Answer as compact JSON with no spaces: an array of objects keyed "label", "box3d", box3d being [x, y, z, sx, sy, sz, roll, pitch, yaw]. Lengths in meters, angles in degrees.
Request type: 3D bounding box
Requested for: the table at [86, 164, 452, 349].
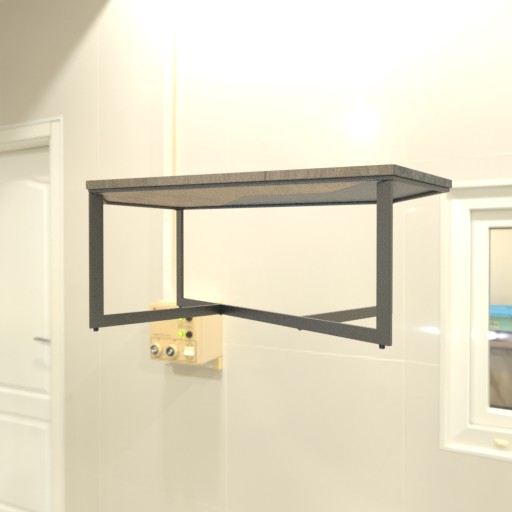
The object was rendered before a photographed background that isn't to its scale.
[{"label":"table","box3d":[0.000,0.000,1.498,1.219,0.457,0.609,0,1,17]}]
